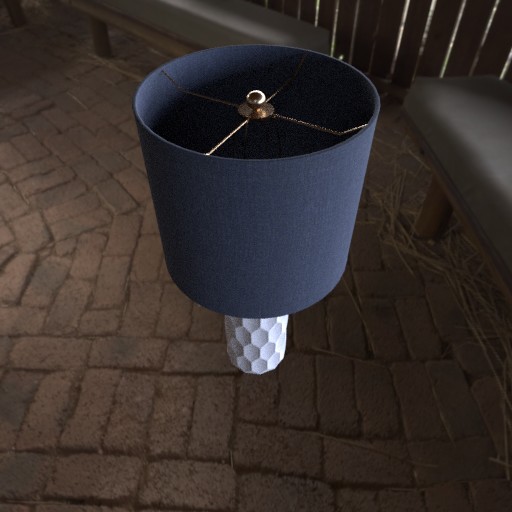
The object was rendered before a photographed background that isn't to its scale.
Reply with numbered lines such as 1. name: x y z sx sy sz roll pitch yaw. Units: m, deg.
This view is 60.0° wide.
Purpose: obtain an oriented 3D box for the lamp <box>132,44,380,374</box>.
1. lamp: 0.000 0.000 0.696 0.277 0.537 0.277 -17 48 -15
